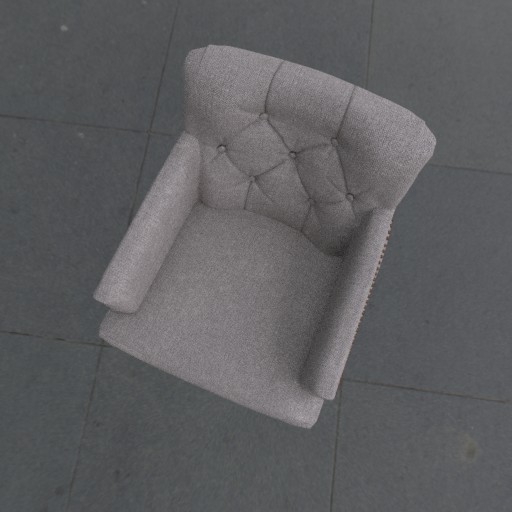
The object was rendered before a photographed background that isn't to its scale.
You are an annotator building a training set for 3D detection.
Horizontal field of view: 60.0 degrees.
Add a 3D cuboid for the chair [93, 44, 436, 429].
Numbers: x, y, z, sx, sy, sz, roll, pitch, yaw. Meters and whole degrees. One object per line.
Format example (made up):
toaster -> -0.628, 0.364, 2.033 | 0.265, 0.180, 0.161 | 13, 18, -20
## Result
chair -> 0.000, 0.000, 1.464 | 0.737, 0.823, 0.902 | 22, 76, 6
